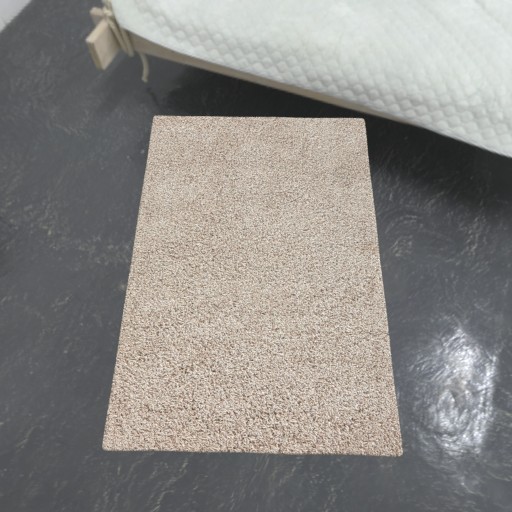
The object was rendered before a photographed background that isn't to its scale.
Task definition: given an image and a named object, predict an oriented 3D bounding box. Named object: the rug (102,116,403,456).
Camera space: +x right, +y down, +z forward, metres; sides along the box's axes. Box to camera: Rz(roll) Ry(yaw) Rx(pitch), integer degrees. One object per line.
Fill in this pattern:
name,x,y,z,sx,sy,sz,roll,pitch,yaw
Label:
rug,0.000,0.000,2.182,1.219,0.030,1.778,1,64,0
